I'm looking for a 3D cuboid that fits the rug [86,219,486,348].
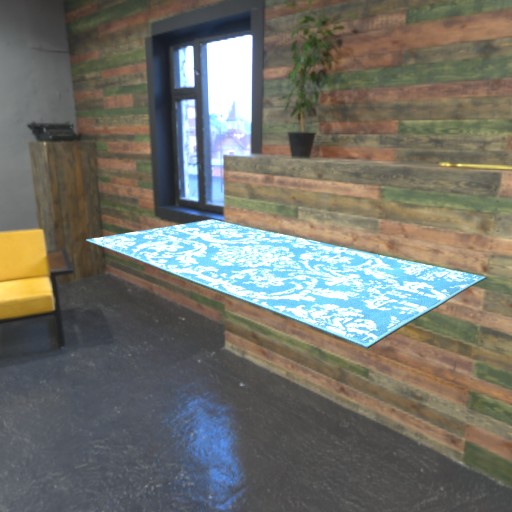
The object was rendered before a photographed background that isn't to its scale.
[{"bbox_3d":[0.000,0.000,1.452,0.604,0.007,1.219,-14,21,-42],"label":"rug"}]
